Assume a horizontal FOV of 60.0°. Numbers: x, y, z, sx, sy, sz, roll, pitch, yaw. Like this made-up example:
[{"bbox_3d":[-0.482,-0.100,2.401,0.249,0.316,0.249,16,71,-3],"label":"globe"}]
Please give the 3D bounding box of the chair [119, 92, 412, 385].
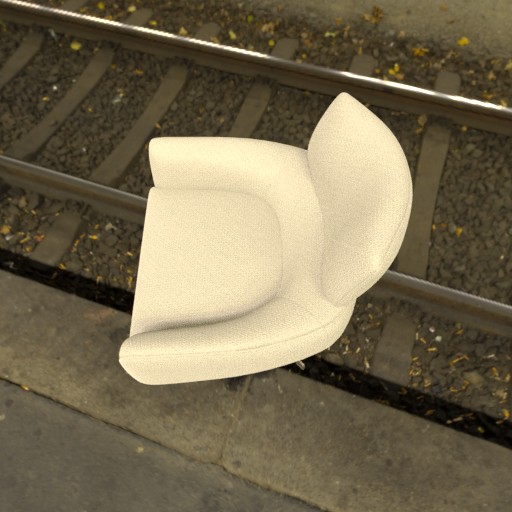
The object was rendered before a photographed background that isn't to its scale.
[{"bbox_3d":[0.000,0.000,1.366,0.730,0.810,0.760,-1,58,-1],"label":"chair"}]
